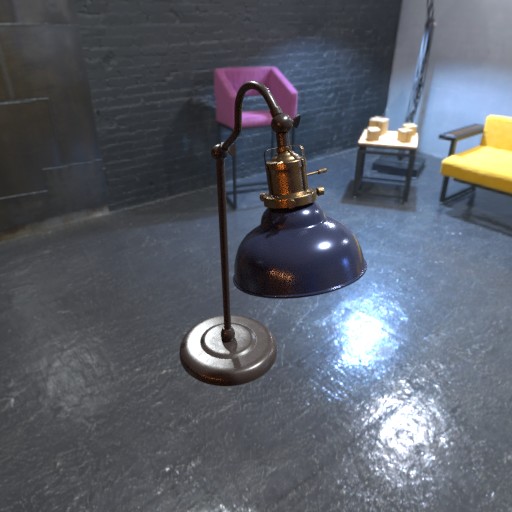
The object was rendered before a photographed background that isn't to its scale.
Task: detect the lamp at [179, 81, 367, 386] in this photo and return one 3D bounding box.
[{"bbox_3d":[0.000,0.000,0.686,0.192,0.508,0.374,-20,35,-31],"label":"lamp"}]
